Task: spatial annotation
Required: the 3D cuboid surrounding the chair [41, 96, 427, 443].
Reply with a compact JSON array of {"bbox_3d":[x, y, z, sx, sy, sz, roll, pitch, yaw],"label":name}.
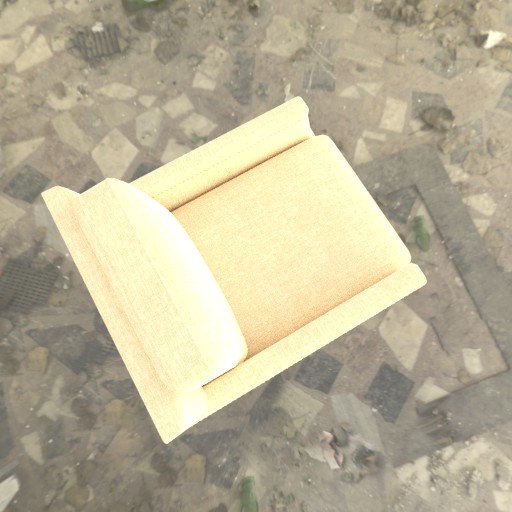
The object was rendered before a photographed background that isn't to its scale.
[{"bbox_3d":[0.000,0.000,1.716,1.041,0.940,0.838,-29,77,-7],"label":"chair"}]
